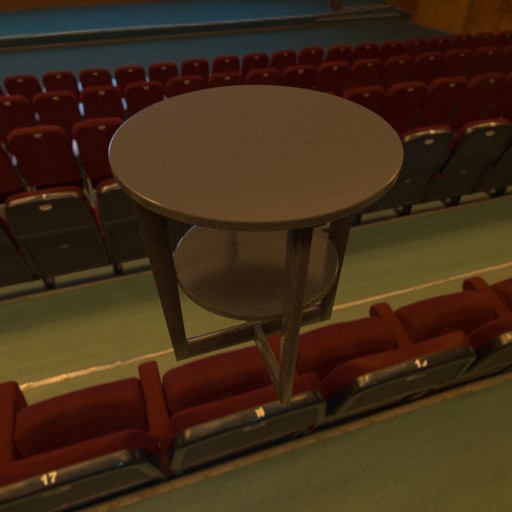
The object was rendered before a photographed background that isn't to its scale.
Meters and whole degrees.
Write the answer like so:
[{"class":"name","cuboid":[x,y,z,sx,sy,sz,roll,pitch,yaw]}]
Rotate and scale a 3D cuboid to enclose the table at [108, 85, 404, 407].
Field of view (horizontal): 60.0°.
[{"class":"table","cuboid":[0.000,0.000,0.951,0.500,0.550,0.500,0,41,0]}]
